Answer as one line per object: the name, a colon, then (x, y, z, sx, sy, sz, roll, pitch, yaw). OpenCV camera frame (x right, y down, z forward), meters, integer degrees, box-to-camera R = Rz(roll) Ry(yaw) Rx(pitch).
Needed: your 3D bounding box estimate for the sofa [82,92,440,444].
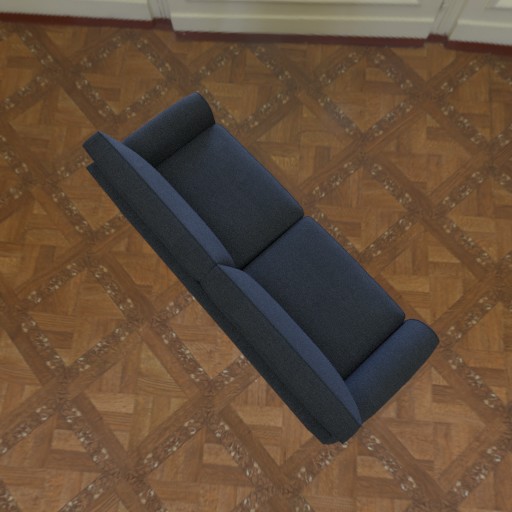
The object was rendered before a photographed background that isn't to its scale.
sofa: (0.000, 0.000, 2.933, 0.954, 1.026, 2.391, -40, 78, -10)
